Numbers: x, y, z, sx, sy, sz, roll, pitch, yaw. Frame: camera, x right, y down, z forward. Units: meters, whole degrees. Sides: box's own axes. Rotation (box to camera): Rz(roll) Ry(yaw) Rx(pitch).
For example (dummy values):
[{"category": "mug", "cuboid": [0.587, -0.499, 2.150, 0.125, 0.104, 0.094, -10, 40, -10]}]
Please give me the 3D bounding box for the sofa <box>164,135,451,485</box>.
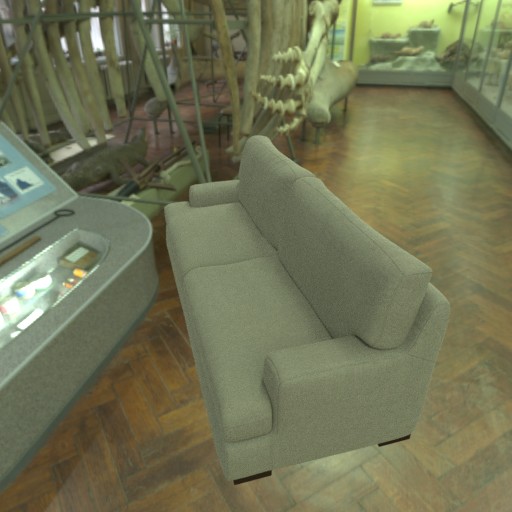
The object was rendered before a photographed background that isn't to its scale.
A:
[{"category": "sofa", "cuboid": [0.000, 0.000, 2.769, 0.962, 0.980, 2.354, -8, 30, -14]}]
